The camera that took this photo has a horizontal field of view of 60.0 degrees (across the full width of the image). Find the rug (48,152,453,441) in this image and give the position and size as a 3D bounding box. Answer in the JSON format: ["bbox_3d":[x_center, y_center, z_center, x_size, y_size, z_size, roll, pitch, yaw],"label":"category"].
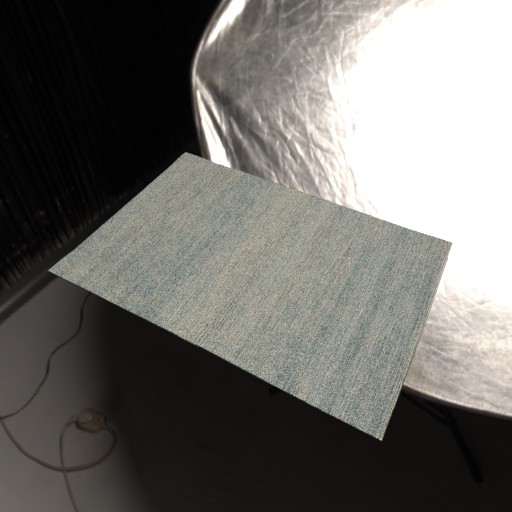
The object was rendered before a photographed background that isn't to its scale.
[{"bbox_3d":[0.000,0.000,5.352,4.078,0.052,2.802,22,51,20],"label":"rug"}]
